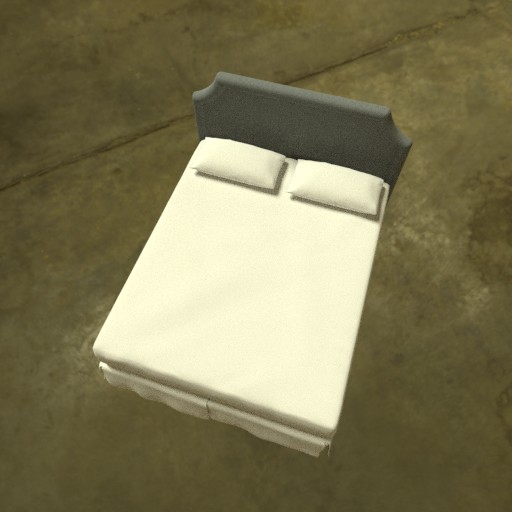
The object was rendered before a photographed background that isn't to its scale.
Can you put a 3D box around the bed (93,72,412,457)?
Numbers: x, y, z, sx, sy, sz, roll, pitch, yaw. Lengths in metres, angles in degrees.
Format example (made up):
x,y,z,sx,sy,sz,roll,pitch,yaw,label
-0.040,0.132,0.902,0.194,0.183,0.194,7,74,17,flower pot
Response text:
x,y,z,sx,sy,sz,roll,pitch,yaw,label
0.000,0.000,3.317,1.811,1.296,2.259,16,61,9,bed
